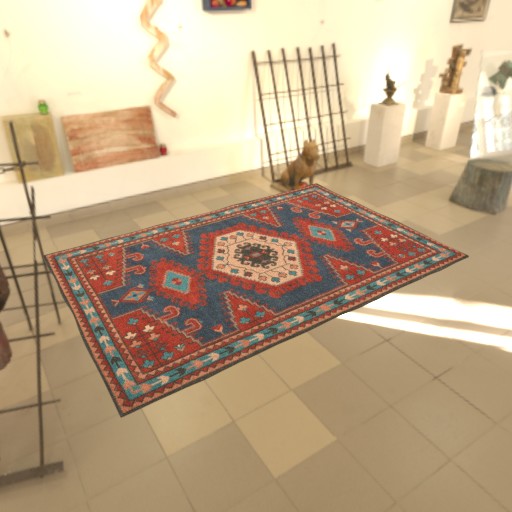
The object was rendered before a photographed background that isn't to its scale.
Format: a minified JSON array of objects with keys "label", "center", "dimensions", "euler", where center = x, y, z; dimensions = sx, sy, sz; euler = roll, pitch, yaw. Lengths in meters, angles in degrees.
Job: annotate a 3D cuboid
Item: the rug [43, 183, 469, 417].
[{"label":"rug","center":[0.000,0.000,2.262],"dimensions":[1.820,0.012,1.207],"euler":[-19,35,-28]}]
